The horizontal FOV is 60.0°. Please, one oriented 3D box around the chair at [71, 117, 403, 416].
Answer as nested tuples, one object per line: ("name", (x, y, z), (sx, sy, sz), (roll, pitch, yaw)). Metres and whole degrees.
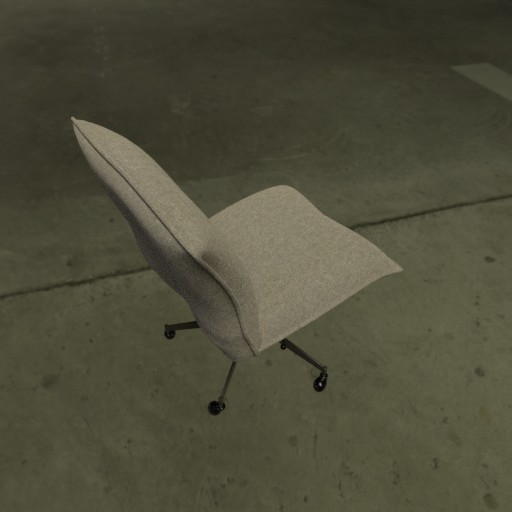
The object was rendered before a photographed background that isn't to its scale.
("chair", (0.000, 0.000, 1.288), (0.696, 0.811, 0.597), (-25, 48, -25))
